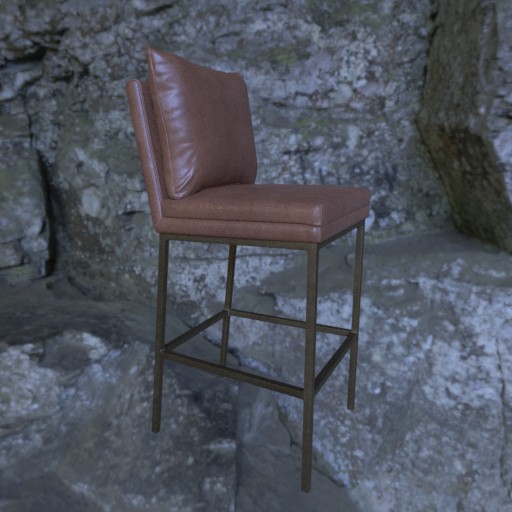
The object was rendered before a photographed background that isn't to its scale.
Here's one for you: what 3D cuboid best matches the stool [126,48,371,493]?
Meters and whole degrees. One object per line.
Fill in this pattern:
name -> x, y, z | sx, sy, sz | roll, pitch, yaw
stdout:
stool -> 0.000, 0.000, 1.342 | 0.571, 1.124, 0.463 | 7, 15, 27
